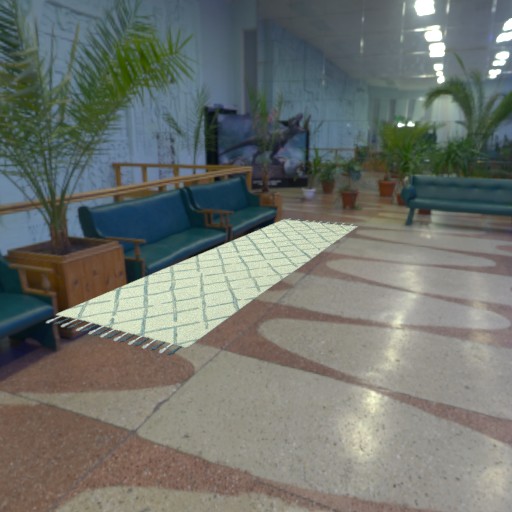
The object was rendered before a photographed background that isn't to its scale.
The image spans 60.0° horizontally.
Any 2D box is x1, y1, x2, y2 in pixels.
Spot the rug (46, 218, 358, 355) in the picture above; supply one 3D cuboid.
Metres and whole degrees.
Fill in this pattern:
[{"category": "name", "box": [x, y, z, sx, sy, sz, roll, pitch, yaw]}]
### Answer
[{"category": "rug", "box": [0.000, 0.000, 2.547, 0.620, 0.008, 2.372, 8, 17, 26]}]
